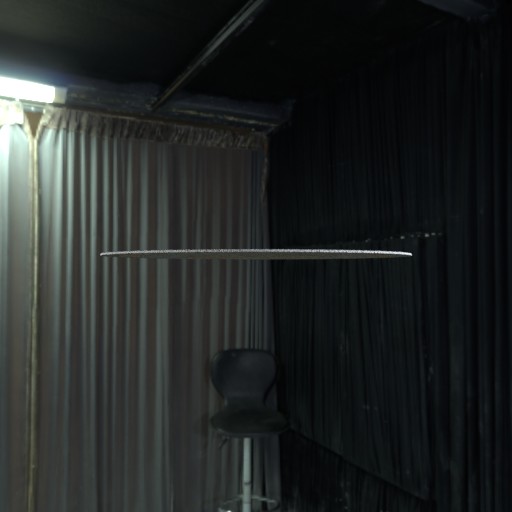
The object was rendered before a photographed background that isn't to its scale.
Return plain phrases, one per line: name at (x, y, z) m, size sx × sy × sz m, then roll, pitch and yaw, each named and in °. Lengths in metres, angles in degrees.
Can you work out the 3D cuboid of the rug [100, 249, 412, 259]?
rug at (0.000, 0.000, 2.408) m, size 1.598 × 0.010 × 1.598 m, roll 0°, pitch -1°, yaw 0°
